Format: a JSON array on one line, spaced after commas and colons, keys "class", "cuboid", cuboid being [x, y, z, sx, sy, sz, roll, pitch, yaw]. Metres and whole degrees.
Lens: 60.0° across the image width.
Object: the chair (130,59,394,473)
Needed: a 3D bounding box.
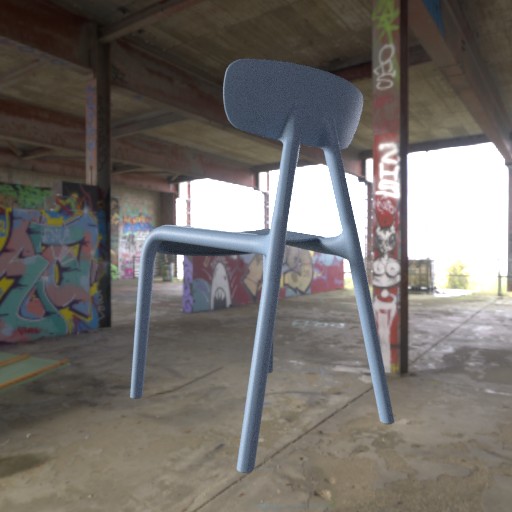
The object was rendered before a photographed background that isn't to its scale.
[{"class": "chair", "cuboid": [0.000, 0.000, 0.840, 0.356, 0.580, 0.401, 0, 1, -35]}]
